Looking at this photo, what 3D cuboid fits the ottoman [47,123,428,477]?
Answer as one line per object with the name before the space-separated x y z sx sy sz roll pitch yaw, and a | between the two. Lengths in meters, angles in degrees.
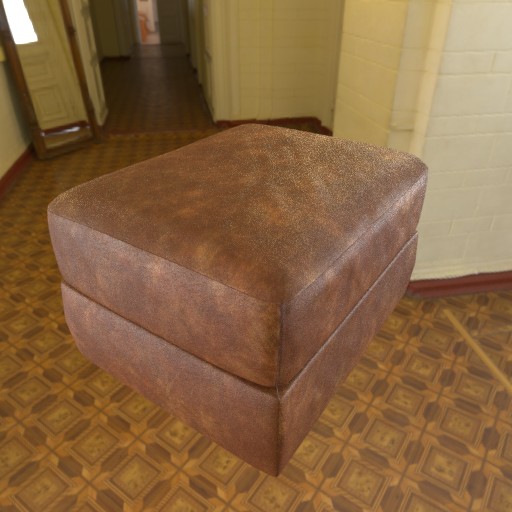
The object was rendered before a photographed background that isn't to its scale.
ottoman | 0.000 0.000 1.098 0.603 0.476 0.751 20 37 29
